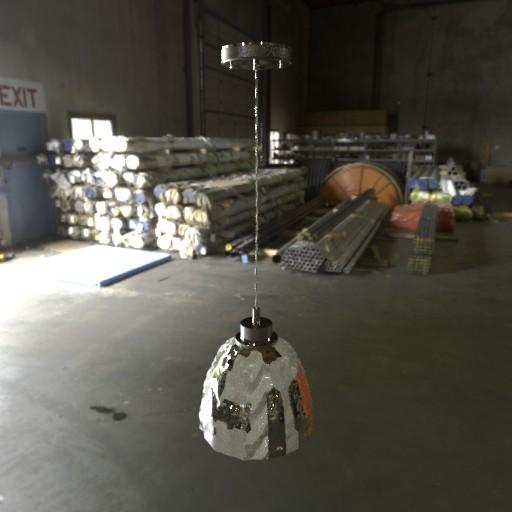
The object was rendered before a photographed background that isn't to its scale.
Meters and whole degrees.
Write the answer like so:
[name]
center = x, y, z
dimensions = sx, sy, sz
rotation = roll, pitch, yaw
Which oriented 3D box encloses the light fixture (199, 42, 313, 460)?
[light fixture]
center = 0.000, 0.000, 1.760
dimensions = 0.496, 1.511, 0.500
rotation = 2, 15, 7
